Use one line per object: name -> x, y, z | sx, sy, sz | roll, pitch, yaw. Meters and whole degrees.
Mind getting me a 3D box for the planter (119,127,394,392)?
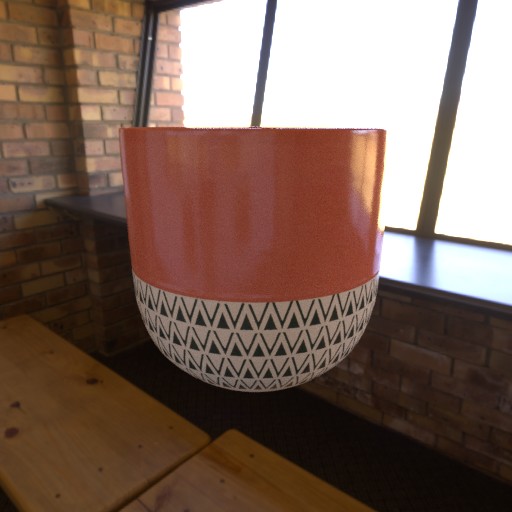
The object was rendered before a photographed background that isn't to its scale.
planter -> 0.000, 0.000, 0.484 | 0.266, 0.270, 0.266 | 0, 16, 0
